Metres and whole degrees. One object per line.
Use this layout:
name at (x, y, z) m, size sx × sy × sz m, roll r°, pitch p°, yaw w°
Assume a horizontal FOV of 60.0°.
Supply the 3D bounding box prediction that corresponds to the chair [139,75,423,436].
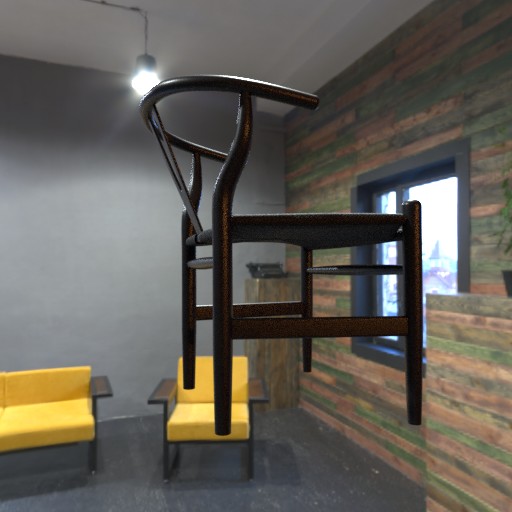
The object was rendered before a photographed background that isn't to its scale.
chair at (0.000, 0.000, 1.124) m, size 0.579 × 0.730 × 0.569 m, roll 1°, pitch -2°, yaw -19°
